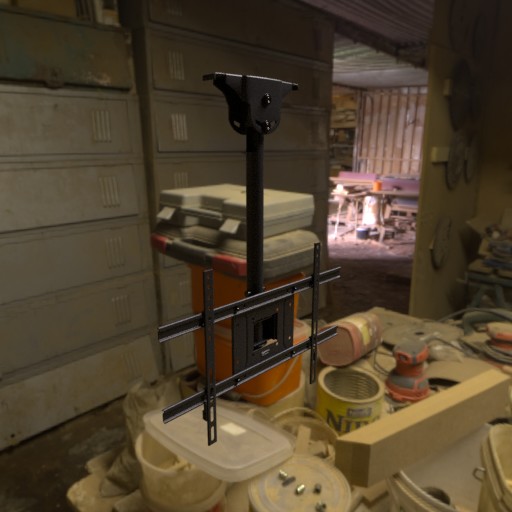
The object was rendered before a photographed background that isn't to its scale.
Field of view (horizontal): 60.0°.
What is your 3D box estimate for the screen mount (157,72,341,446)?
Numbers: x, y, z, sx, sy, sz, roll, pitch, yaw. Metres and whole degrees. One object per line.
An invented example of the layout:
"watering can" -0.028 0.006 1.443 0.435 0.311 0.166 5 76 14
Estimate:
"screen mount" 0.000 0.000 1.039 0.090 0.775 0.595 14 20 43
